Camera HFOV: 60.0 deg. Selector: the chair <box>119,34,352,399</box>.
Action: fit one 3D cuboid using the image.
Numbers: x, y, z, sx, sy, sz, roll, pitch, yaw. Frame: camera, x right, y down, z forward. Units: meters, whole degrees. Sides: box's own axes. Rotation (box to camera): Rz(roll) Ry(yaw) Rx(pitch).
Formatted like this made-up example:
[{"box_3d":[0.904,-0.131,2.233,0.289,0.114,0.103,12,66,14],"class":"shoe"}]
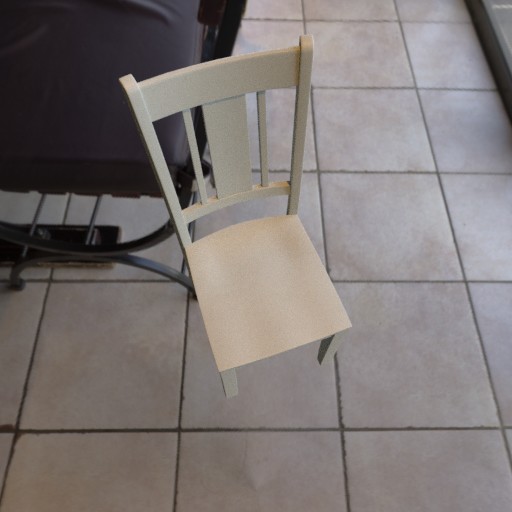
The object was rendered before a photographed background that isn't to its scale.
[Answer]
[{"box_3d":[0.000,0.000,1.312,0.450,0.998,0.555,-17,63,-9],"class":"chair"}]
